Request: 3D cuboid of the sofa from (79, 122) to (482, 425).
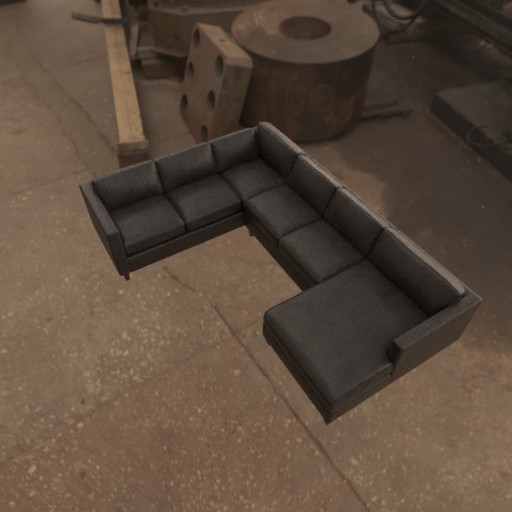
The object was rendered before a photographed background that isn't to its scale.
[{"bbox_3d":[0.000,0.000,4.453,2.452,0.891,3.324,-24,52,-21],"label":"sofa"}]
